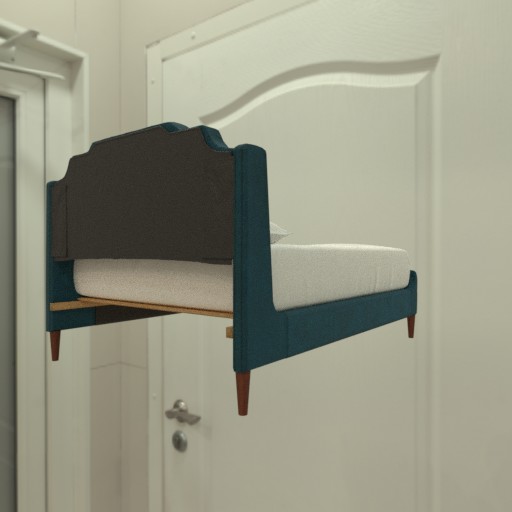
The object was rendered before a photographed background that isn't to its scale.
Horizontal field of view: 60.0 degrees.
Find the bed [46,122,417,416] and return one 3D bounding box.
[{"bbox_3d":[0.000,0.000,3.278,1.676,1.351,2.322,0,1,38],"label":"bed"}]
